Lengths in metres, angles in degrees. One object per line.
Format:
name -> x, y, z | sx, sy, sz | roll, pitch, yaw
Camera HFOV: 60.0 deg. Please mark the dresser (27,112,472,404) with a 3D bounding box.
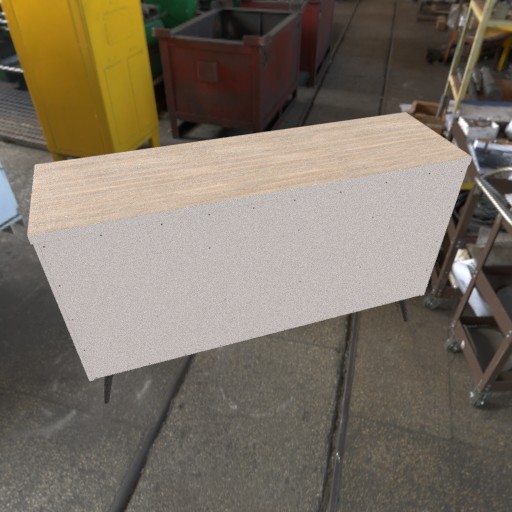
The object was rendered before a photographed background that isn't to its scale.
dresser -> 0.000, 0.000, 1.906 | 1.524, 0.914, 0.457 | -12, 41, -14
